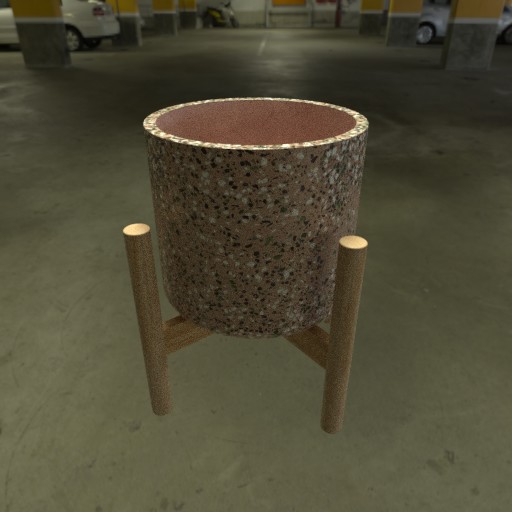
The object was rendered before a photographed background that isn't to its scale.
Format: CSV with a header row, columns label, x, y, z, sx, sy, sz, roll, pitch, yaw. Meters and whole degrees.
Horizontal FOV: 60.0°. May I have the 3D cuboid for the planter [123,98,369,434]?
label,x,y,z,sx,sy,sz,roll,pitch,yaw
planter,0.000,0.000,0.526,0.284,0.320,0.284,-8,30,-13
